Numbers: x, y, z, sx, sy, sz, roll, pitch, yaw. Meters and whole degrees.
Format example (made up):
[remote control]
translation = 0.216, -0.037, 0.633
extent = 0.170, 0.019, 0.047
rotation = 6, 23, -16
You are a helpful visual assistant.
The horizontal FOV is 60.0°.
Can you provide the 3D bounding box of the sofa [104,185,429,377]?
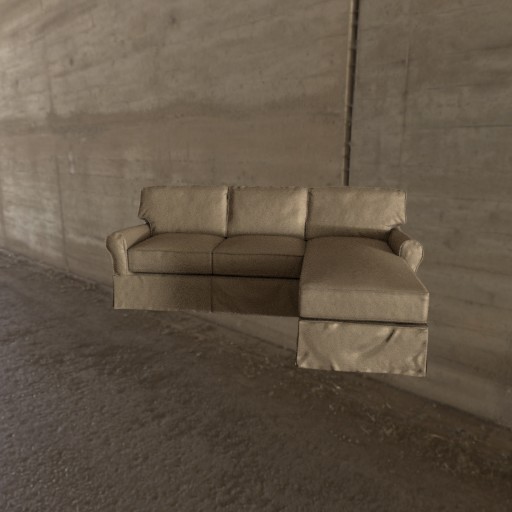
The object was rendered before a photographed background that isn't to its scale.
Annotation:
[sofa]
translation = 0.000, 0.000, 3.412
extent = 2.475, 0.978, 1.733
rotation = 2, 13, 8
